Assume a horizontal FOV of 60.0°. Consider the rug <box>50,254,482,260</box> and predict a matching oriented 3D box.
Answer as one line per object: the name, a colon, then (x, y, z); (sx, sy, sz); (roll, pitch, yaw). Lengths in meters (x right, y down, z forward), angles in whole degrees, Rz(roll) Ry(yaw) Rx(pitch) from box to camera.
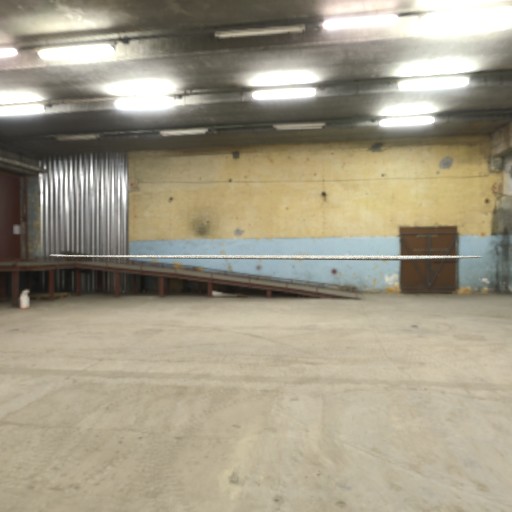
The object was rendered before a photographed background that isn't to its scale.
rug: (0.000, 0.000, 2.948); (2.447, 0.021, 1.527); (0, 0, 37)
